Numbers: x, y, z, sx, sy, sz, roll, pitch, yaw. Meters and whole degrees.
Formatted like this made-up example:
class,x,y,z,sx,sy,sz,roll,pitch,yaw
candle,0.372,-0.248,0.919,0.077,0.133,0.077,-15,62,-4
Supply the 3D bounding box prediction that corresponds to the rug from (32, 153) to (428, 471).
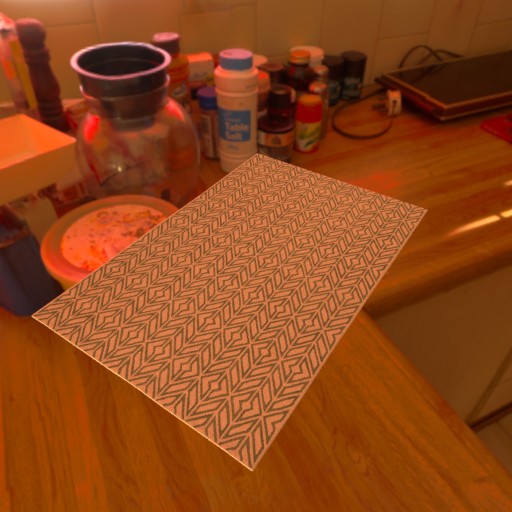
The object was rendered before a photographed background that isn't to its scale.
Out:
class,x,y,z,sx,sy,sz,roll,pitch,yaw
rug,0.000,0.000,2.319,1.220,0.007,1.828,24,47,25
